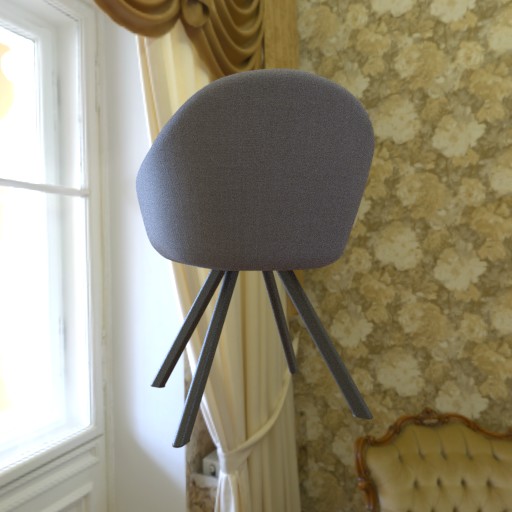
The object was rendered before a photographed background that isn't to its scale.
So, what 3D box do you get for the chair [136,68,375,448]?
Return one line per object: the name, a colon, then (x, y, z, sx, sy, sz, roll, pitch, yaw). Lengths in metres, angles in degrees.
chair: (0.000, 0.000, 1.171, 0.590, 0.795, 0.550, 0, 1, -19)
